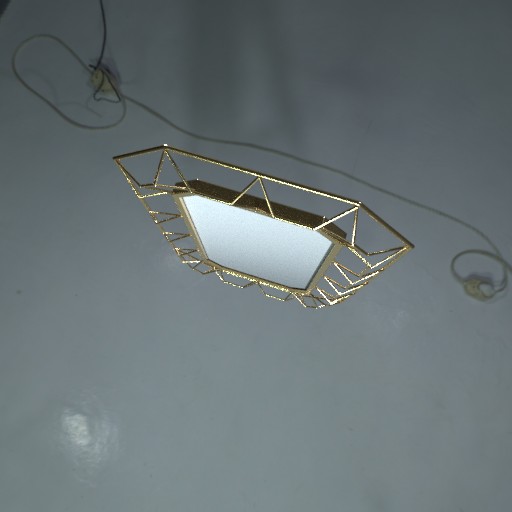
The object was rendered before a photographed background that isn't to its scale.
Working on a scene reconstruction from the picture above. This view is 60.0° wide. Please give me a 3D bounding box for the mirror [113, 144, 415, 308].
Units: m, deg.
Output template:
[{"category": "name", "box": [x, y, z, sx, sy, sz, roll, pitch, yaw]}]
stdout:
[{"category": "mirror", "box": [0.000, 0.000, 1.105, 0.572, 0.870, 0.051, 17, 76, 4]}]
